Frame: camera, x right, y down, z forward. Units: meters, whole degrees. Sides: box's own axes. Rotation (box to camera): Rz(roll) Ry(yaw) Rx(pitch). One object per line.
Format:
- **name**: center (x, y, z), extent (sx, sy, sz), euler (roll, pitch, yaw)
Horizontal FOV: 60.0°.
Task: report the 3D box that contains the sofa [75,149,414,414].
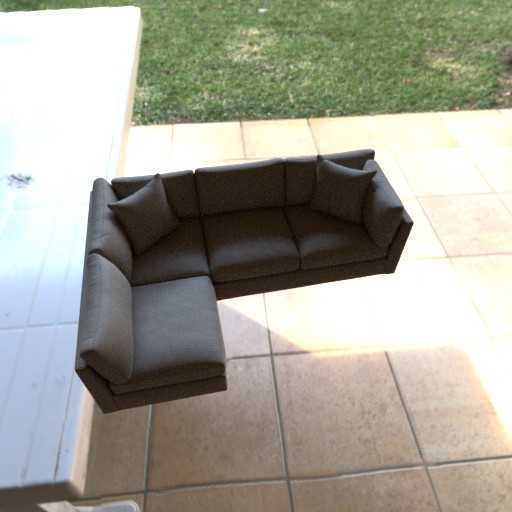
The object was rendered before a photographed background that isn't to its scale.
- **sofa**: center (0.000, 0.000, 3.970), extent (2.896, 0.978, 1.994), euler (-8, 47, -8)
